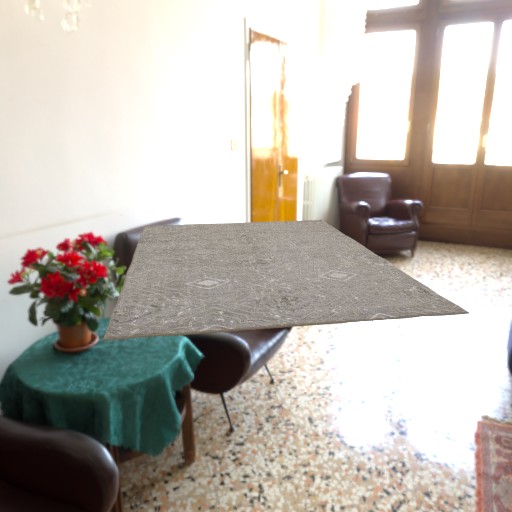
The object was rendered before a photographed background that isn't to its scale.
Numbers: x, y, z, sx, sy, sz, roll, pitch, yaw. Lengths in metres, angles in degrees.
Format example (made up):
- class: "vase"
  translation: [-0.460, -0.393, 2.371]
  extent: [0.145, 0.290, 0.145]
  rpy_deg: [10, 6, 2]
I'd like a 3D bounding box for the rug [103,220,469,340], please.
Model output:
- class: "rug"
  translation: [0.000, 0.000, 4.460]
  extent: [2.448, 0.020, 3.359]
  rpy_deg: [-3, 16, -9]
